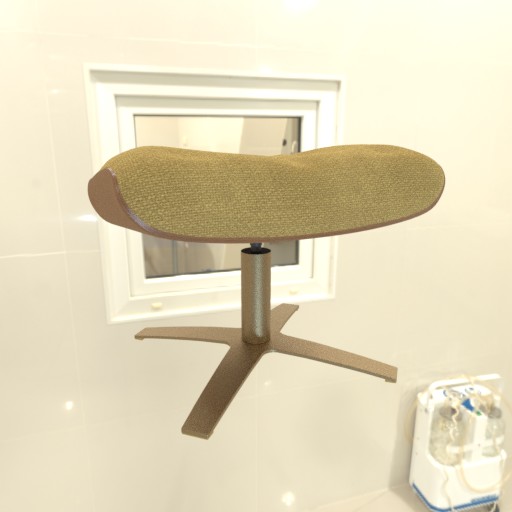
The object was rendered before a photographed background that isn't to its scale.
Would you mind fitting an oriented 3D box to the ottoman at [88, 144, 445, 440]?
[{"bbox_3d":[0.000,0.000,0.800,0.520,0.391,0.394,-7,17,-25],"label":"ottoman"}]
